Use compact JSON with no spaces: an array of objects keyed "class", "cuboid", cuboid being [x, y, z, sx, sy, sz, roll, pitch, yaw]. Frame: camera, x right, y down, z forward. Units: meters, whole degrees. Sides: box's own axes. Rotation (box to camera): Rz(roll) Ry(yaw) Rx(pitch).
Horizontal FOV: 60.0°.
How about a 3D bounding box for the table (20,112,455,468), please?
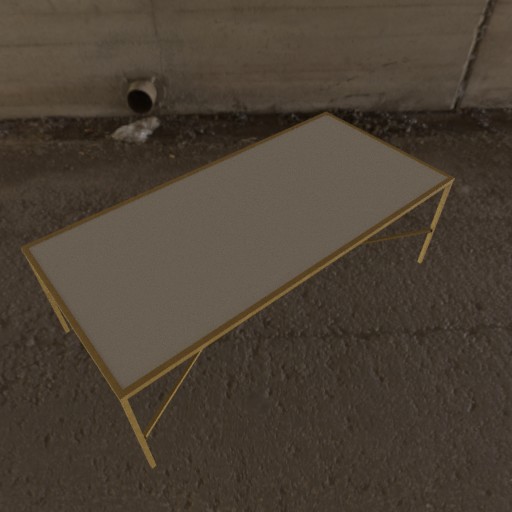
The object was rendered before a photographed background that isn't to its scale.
[{"class":"table","cuboid":[0.000,0.000,1.476,1.206,0.398,0.580,-31,53,-27]}]
